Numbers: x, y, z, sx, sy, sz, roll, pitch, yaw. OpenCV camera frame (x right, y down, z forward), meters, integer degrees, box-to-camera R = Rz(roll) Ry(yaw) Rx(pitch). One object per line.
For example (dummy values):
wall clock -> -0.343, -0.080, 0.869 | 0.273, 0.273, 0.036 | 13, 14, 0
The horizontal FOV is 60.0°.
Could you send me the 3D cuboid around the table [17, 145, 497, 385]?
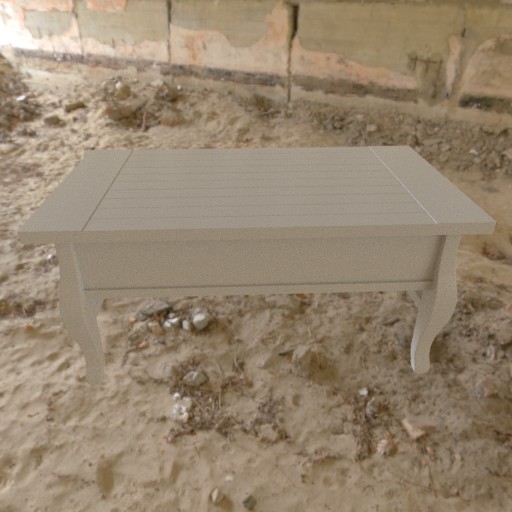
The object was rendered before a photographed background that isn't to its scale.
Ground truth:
table -> 0.000, 0.000, 1.357 | 1.062, 0.495, 0.600 | -1, 31, -2
